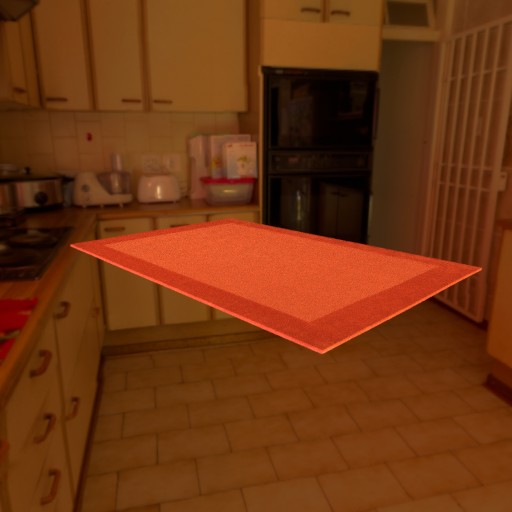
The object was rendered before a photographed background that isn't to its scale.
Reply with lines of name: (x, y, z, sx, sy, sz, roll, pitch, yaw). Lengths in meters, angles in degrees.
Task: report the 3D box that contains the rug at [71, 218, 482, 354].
rug: (0.000, 0.000, 2.334, 1.219, 0.014, 1.829, -14, 21, -42)
